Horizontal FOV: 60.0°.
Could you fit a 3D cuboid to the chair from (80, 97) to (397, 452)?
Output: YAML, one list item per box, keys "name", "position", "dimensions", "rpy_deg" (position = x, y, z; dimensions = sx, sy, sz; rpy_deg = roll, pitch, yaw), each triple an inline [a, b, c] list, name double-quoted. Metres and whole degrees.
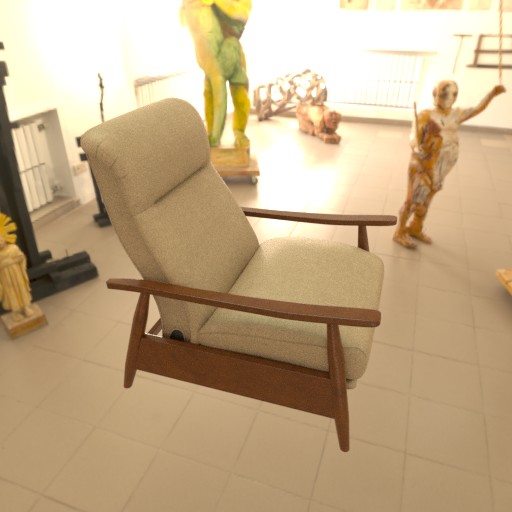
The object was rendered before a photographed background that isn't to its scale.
- name: "chair"
  position: [0.000, 0.000, 1.788]
  dimensions: [1.030, 1.082, 0.762]
  rpy_deg: [10, 32, 16]
